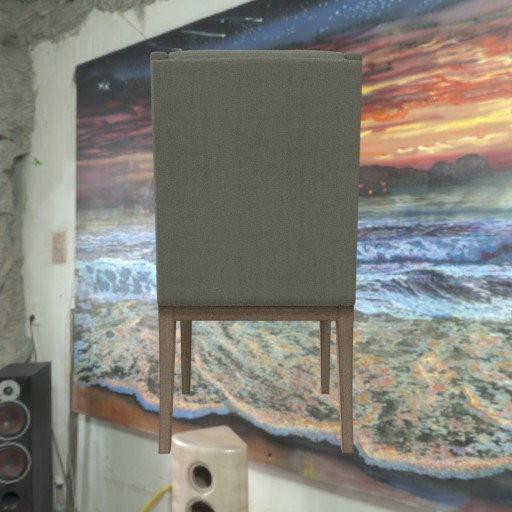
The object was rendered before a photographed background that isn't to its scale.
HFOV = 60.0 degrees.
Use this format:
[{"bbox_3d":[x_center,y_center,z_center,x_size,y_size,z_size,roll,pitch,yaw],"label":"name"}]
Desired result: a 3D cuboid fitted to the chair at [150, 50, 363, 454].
[{"bbox_3d":[0.000,0.000,1.381,0.575,1.021,0.611,0,0,0],"label":"chair"}]
